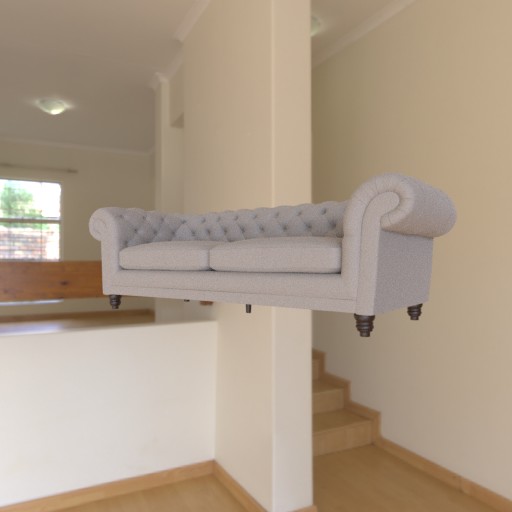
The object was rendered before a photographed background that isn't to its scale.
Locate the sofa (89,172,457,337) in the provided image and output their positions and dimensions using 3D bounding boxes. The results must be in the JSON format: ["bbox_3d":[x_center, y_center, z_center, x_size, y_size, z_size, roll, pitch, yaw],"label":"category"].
[{"bbox_3d":[0.000,0.000,2.921,2.411,0.749,0.991,0,-1,37],"label":"sofa"}]
